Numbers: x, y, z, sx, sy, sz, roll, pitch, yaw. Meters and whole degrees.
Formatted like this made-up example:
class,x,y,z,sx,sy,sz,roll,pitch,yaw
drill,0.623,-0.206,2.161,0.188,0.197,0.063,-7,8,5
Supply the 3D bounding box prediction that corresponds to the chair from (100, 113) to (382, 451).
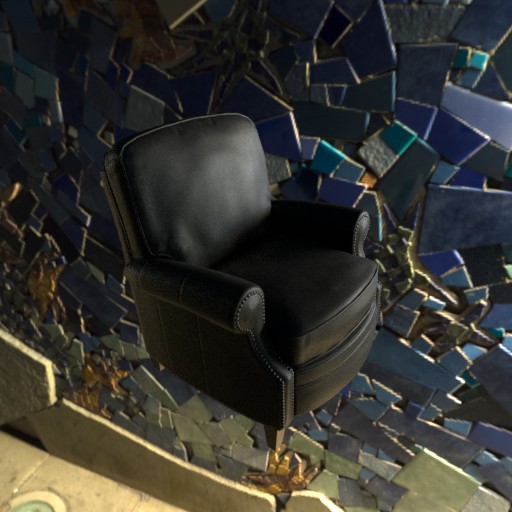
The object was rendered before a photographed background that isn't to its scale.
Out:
class,x,y,z,sx,sy,sz,roll,pitch,yaw
chair,0.000,0.000,1.800,0.986,1.018,0.936,20,34,33
